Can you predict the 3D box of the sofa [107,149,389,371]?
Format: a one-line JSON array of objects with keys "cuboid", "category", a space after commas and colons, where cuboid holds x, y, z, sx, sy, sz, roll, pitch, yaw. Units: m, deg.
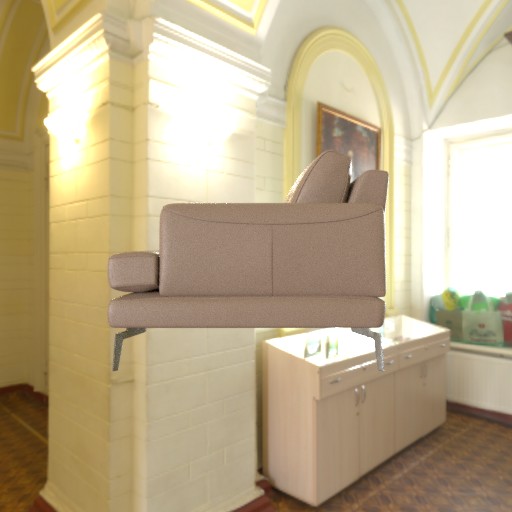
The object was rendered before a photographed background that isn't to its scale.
[{"cuboid": [0.000, 0.000, 2.387, 0.974, 0.765, 1.940, 0, 0, 0], "category": "sofa"}]
